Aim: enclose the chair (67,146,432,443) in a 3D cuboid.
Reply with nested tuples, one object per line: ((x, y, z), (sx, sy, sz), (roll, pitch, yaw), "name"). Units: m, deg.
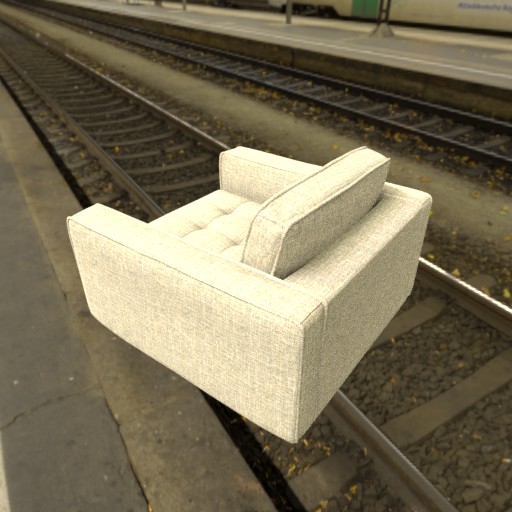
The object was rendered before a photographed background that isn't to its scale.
((0.000, 0.000, 1.587), (0.914, 0.765, 0.889), (22, 38, 31), "chair")
